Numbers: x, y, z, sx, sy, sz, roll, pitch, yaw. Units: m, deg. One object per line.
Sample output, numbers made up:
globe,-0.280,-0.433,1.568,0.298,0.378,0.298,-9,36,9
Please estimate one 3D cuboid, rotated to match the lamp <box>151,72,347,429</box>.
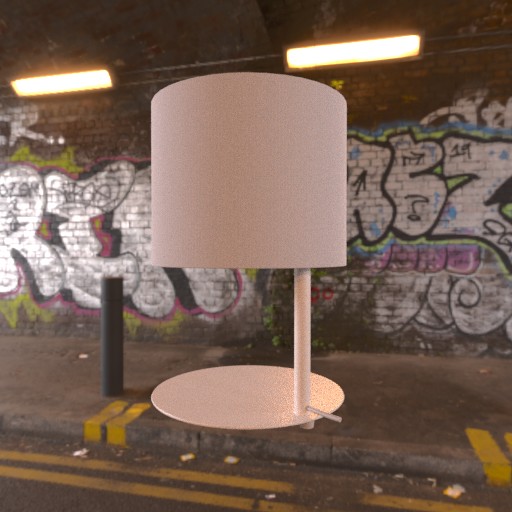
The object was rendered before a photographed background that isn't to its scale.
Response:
lamp,0.000,0.000,0.682,0.299,0.454,0.341,0,1,-37
